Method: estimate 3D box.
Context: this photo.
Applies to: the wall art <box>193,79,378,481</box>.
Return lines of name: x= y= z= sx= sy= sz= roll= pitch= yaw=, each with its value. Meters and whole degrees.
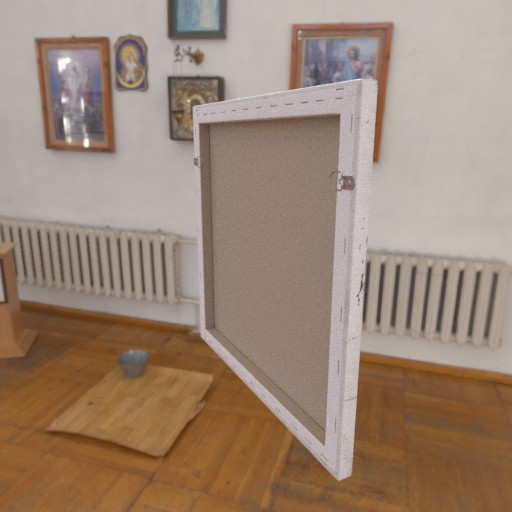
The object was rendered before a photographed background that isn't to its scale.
wall art: x=0.000 y=0.000 z=1.123 sx=0.038 sy=0.762 sz=0.762 roll=-8 pitch=17 yaw=-27
